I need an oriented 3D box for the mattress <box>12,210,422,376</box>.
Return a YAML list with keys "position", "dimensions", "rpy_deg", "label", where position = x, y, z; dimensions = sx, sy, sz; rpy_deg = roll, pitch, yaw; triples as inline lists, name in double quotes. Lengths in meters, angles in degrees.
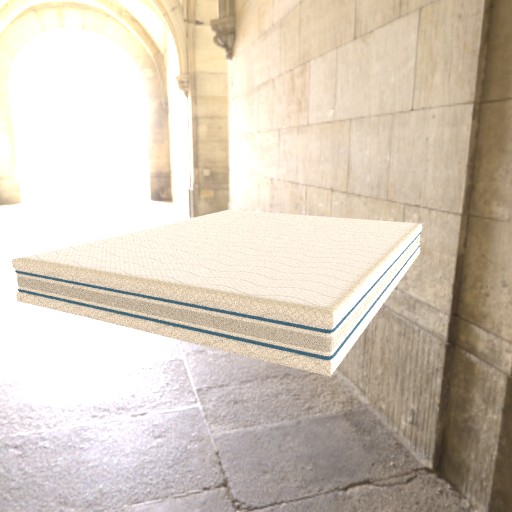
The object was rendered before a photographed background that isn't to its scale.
- position: [0.000, 0.000, 2.640]
  dimensions: [1.600, 0.230, 2.000]
  rpy_deg: [7, 15, 27]
  label: "mattress"
